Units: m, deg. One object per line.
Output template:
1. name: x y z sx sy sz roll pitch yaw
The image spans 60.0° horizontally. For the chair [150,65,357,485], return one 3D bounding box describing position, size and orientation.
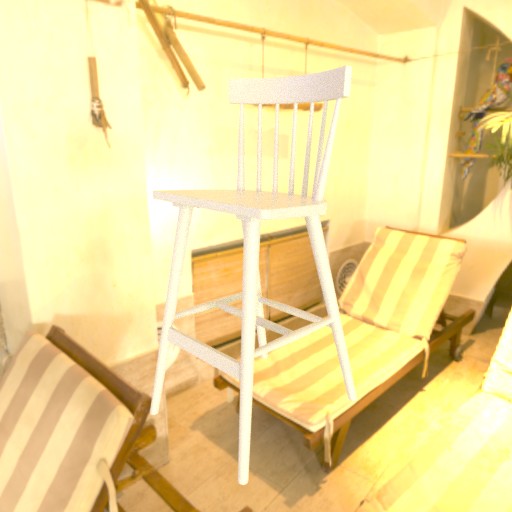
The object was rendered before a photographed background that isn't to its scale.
1. chair: 0.000 0.000 1.397 0.483 1.092 0.572 15 22 42
